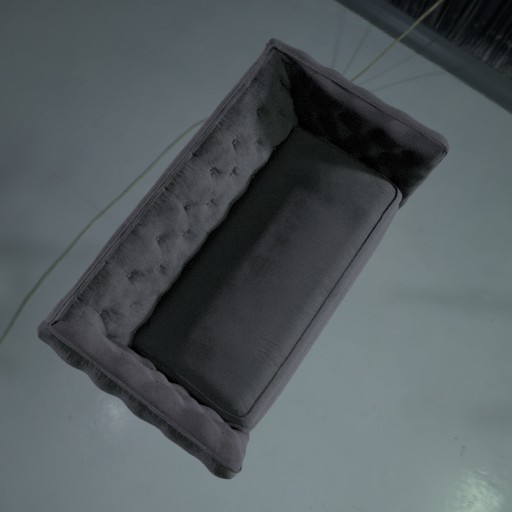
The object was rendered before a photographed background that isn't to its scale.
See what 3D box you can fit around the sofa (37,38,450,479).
[{"bbox_3d":[0.000,0.000,2.048,0.909,0.810,1.583,34,78,8],"label":"sofa"}]
